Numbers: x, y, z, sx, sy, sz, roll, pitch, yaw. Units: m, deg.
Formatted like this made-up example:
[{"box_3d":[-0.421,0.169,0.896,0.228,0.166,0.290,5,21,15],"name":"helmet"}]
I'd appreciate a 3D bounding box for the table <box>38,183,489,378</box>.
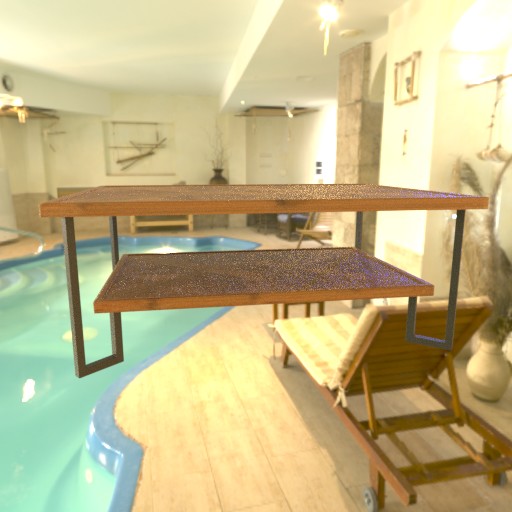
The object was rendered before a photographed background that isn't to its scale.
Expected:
[{"box_3d":[0.000,0.000,1.667,1.238,0.492,0.877,-2,12,-9],"name":"table"}]
